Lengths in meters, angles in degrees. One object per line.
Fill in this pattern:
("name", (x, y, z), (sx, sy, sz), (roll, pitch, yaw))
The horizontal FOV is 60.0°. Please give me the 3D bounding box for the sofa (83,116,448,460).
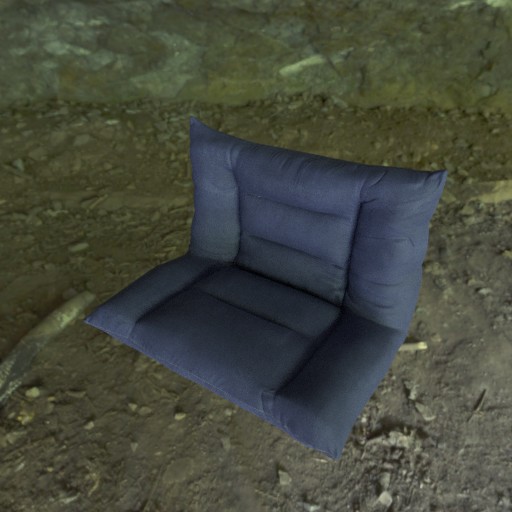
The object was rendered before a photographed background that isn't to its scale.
("sofa", (0.000, 0.000, 1.682), (1.122, 0.778, 0.849), (19, 36, 29))
